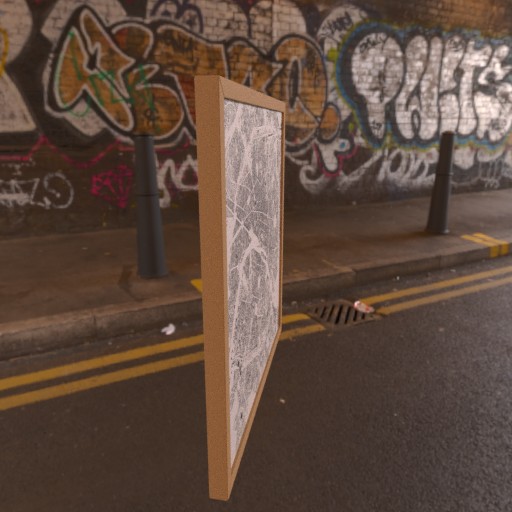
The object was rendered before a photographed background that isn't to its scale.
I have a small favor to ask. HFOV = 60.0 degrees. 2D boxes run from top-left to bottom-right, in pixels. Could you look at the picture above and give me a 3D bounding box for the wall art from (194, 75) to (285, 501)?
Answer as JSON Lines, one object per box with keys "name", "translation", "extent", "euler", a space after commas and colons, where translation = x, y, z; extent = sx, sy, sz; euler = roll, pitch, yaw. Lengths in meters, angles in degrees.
{"name": "wall art", "translation": [0.000, 0.000, 1.107], "extent": [0.037, 0.761, 0.761], "euler": [3, 16, 10]}
